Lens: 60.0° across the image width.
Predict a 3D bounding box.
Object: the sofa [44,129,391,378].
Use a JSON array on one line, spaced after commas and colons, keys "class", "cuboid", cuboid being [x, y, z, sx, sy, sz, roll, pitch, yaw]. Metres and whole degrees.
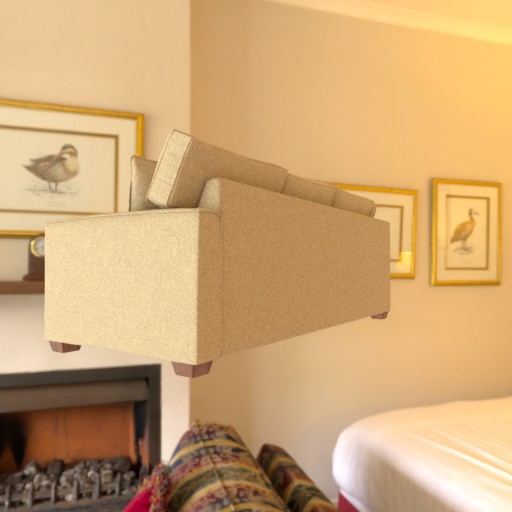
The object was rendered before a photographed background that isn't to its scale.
[{"class": "sofa", "cuboid": [0.000, 0.000, 2.853, 1.061, 0.962, 2.317, -1, -1, 34]}]
